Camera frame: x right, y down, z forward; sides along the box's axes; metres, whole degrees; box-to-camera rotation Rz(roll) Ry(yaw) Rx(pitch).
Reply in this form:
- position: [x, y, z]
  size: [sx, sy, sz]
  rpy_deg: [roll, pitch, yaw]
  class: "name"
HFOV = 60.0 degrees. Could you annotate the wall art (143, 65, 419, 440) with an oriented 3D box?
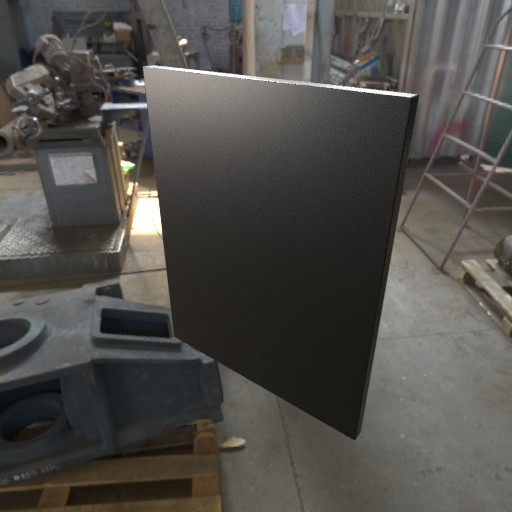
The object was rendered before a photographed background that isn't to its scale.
- position: [0.000, 0.000, 1.586]
  size: [0.950, 1.194, 0.053]
  rpy_deg: [21, 36, 32]
  class: "wall art"
